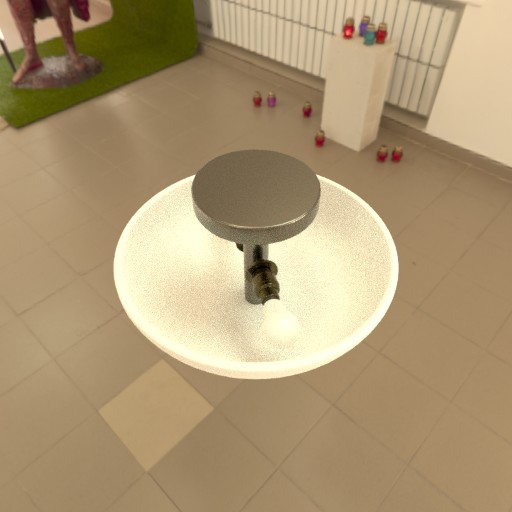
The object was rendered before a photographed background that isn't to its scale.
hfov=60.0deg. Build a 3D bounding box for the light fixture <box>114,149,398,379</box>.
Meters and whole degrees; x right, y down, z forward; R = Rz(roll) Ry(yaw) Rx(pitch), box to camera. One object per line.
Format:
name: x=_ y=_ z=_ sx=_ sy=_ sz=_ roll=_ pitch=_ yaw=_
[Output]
light fixture: x=0.000 y=0.000 z=0.537 sx=0.330 sy=0.214 sz=0.330 roll=0 pitch=46 yaw=0
